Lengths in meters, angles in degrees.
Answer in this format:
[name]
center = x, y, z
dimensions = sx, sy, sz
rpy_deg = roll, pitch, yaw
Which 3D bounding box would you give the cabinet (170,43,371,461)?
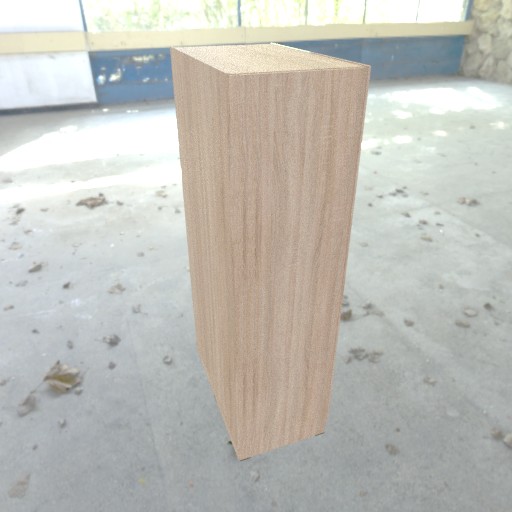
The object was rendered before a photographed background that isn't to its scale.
[cabinet]
center = 0.000, 0.000, 2.545
dimensions = 0.590, 2.121, 1.001
rpy_deg = -11, 32, -18
